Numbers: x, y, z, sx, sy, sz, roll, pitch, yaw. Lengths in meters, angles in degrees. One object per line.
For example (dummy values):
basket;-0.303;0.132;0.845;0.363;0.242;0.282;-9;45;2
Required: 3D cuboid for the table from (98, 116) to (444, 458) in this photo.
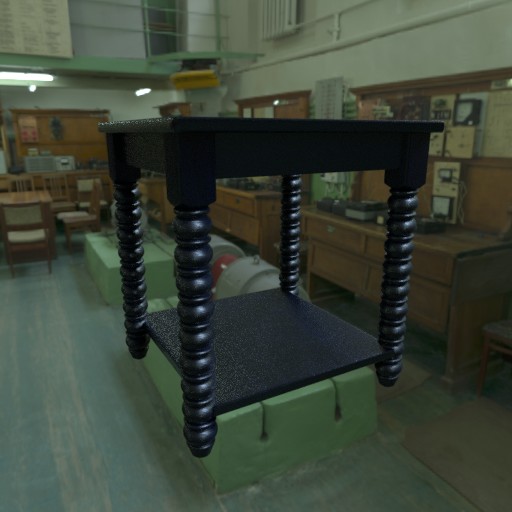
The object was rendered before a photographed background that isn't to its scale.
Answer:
table;0.000;0.000;0.981;0.533;0.567;0.500;-9;18;-28
